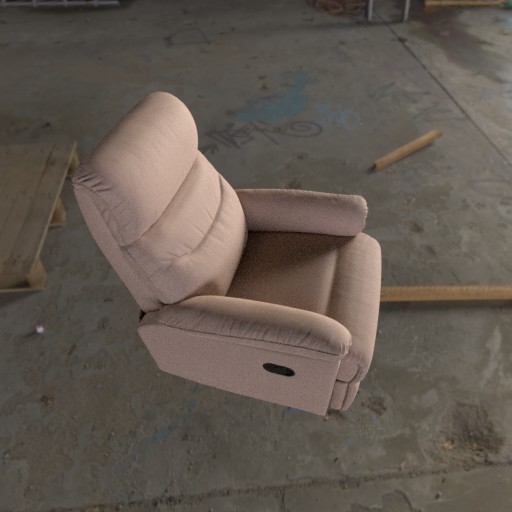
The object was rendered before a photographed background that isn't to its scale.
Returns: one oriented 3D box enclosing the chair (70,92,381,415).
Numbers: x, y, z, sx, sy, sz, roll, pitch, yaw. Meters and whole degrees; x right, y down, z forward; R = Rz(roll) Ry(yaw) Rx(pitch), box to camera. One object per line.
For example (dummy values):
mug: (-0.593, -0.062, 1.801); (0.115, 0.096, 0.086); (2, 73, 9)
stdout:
chair: (0.000, 0.000, 1.735); (1.004, 1.037, 0.820); (10, 46, 10)
